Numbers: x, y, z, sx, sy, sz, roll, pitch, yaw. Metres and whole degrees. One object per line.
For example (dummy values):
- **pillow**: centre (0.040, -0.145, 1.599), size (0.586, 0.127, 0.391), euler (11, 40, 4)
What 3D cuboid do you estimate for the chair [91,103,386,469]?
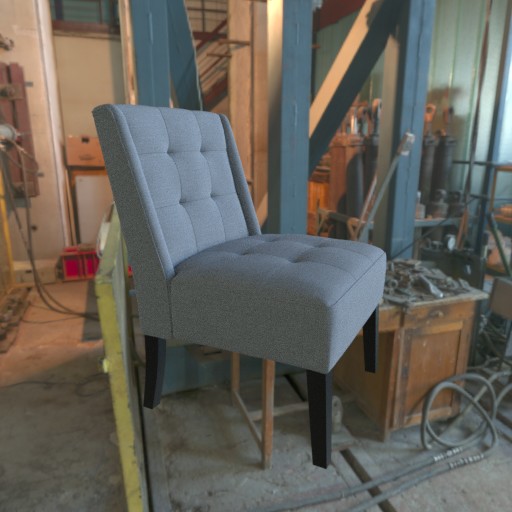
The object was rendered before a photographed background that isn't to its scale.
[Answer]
- **chair**: centre (0.000, 0.000, 1.316), size (0.676, 0.853, 0.569), euler (8, 17, 27)
